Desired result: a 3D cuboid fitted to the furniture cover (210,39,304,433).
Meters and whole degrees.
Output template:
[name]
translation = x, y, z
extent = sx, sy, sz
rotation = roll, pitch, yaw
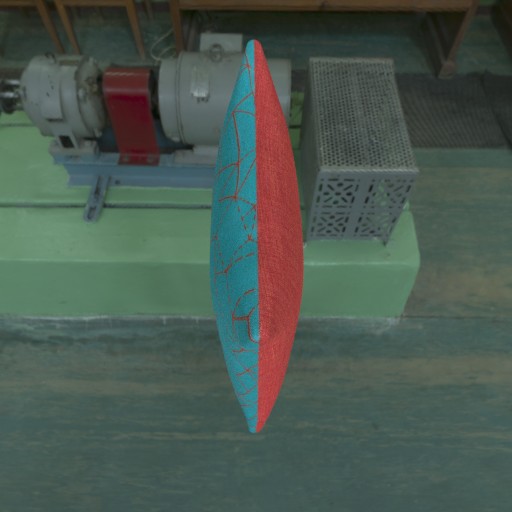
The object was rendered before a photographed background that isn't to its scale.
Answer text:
[furniture cover]
translation = 0.000, 0.000, 0.796
extent = 0.158, 0.508, 0.517
rotation = -1, 58, 0
